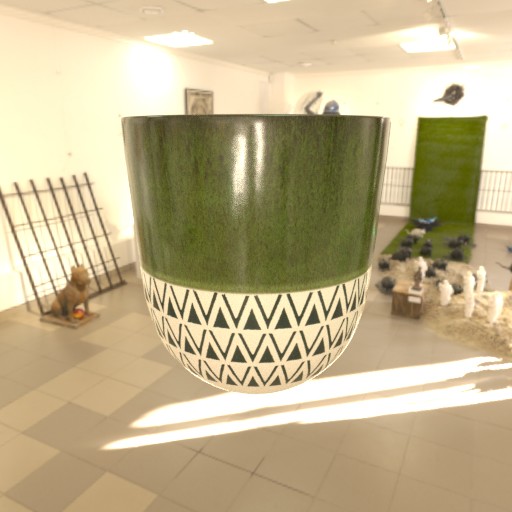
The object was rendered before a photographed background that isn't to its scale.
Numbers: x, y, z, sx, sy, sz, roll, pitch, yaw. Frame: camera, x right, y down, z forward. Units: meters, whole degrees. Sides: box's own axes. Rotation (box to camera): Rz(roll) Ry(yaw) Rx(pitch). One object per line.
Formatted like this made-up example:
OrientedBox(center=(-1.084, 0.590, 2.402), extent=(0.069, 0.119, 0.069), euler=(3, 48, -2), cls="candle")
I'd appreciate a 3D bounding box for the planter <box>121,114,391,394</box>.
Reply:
OrientedBox(center=(0.000, 0.000, 0.455), extent=(0.245, 0.270, 0.245), euler=(0, 16, 0), cls="planter")
